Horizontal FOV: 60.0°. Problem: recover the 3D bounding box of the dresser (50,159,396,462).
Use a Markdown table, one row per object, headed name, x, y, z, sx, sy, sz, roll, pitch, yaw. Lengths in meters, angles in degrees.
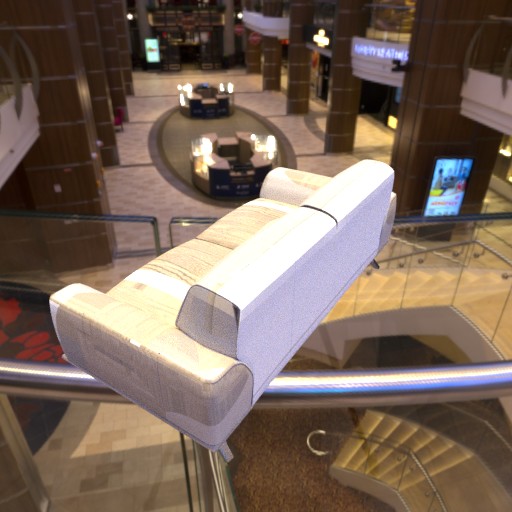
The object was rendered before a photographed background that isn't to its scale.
| name | x | y | z | sx | sy | sz | roll | pitch | yaw |
| --- | --- | --- | --- | --- | --- | --- | --- | --- | --- |
| dresser | 0.000 | 0.000 | 5.845 | 2.251 | 1.863 | 4.679 | 19 | 36 | 28 |
